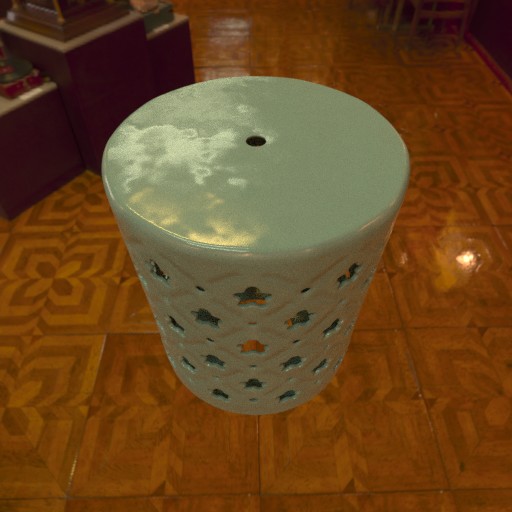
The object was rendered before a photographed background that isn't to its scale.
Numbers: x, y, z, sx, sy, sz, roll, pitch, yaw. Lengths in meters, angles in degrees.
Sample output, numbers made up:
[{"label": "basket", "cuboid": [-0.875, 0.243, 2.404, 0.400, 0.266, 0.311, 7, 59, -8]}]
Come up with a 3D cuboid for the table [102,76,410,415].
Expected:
[{"label": "table", "cuboid": [0.000, 0.000, 0.647, 0.352, 0.387, 0.352, 0, 47, 0]}]
